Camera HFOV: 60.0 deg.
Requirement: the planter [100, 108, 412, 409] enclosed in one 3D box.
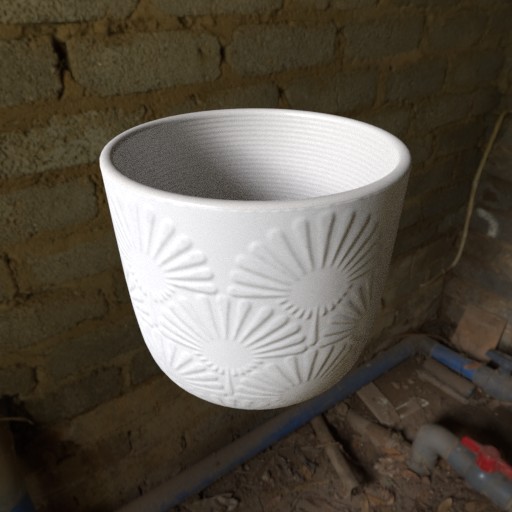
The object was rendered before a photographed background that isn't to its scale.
[{"bbox_3d":[0.000,0.000,0.211,0.124,0.109,0.124,0,31,0],"label":"planter"}]
